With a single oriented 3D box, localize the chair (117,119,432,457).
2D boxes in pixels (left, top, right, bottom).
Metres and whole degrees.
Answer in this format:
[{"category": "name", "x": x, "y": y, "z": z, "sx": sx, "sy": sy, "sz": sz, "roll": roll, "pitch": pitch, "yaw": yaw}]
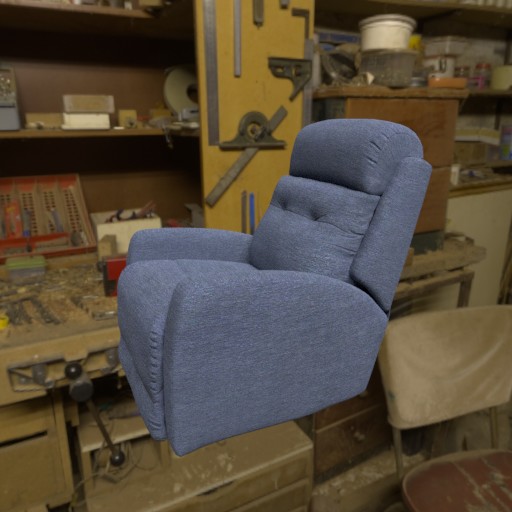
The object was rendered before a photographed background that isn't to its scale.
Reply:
[{"category": "chair", "x": 0.000, "y": 0.000, "z": 1.715, "sx": 1.043, "sy": 1.013, "sz": 0.798, "roll": -8, "pitch": 19, "yaw": -25}]
